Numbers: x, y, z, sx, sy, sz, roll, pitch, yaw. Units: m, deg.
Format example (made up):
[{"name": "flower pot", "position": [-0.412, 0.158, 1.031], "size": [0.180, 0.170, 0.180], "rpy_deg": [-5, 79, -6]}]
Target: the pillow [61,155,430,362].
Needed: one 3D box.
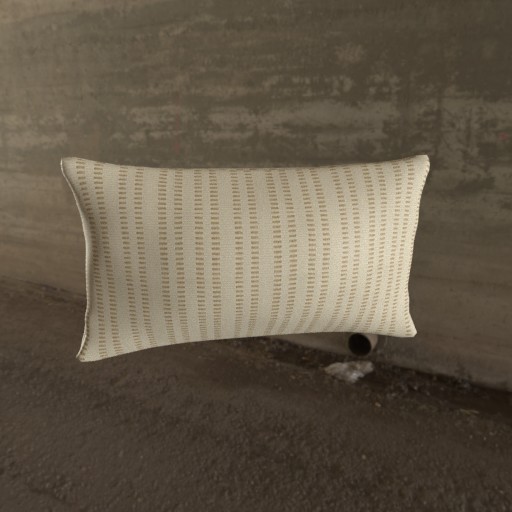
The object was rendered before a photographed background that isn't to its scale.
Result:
[{"name": "pillow", "position": [0.000, 0.000, 0.799], "size": [0.640, 0.353, 0.210], "rpy_deg": [-3, 15, -10]}]
